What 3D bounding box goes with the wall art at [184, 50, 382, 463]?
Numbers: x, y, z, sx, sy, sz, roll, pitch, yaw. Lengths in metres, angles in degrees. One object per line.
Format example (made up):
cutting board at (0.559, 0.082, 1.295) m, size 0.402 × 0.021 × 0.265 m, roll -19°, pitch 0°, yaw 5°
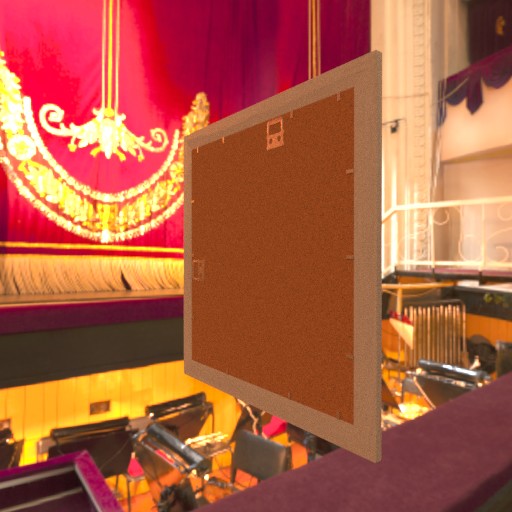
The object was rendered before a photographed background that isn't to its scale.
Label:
wall art at (0.000, 0.000, 0.862) m, size 0.013 × 0.584 × 0.584 m, roll 0°, pitch 1°, yaw -37°
